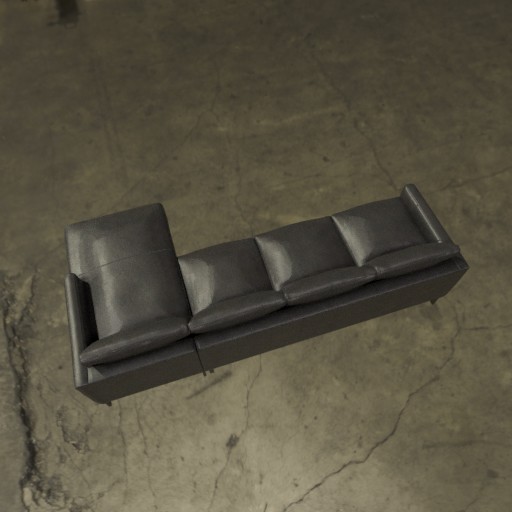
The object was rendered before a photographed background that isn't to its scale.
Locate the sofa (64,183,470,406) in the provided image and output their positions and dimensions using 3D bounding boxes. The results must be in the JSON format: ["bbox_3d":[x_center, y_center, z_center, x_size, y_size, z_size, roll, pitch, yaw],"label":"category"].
[{"bbox_3d":[0.000,0.000,3.687,2.993,0.859,1.471,-15,60,-9],"label":"sofa"}]
